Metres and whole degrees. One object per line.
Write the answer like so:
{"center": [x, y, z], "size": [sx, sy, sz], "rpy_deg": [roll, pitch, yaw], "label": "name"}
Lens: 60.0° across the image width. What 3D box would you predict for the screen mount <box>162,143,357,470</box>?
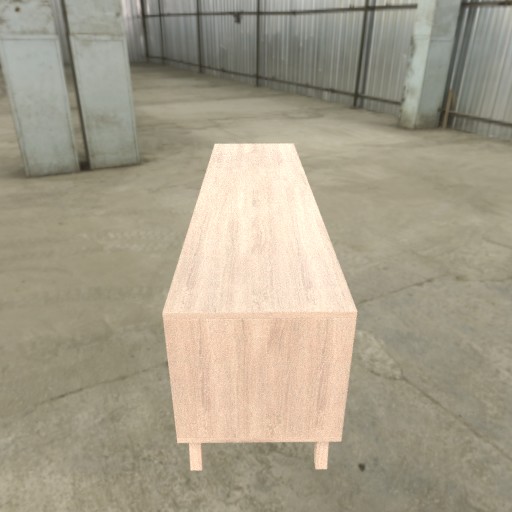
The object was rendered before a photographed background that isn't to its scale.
{"center": [0.000, 0.000, 1.691], "size": [0.400, 0.510, 1.500], "rpy_deg": [0, 27, -1], "label": "screen mount"}
